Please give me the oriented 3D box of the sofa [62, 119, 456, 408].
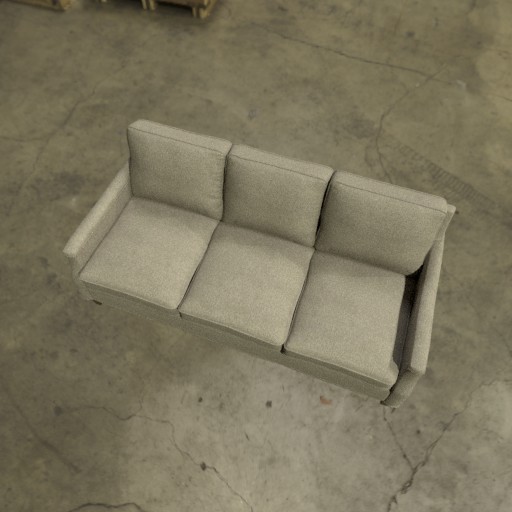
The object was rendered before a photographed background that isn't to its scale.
[{"bbox_3d":[0.000,0.000,2.874,2.246,1.003,1.084,17,60,10],"label":"sofa"}]
